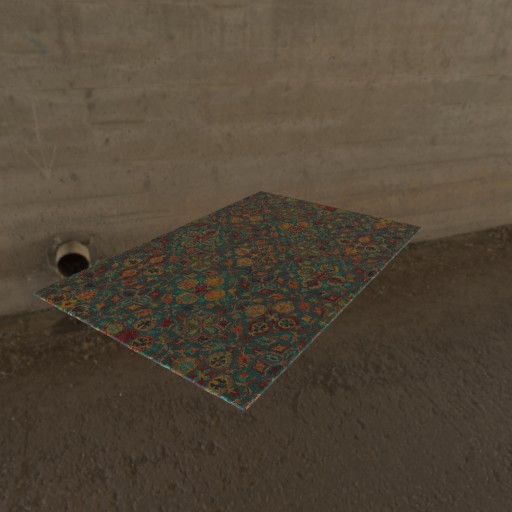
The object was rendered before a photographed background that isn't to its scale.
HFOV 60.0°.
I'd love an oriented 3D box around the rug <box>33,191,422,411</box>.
[{"bbox_3d":[0.000,0.000,2.985,1.527,0.016,2.290,18,32,31],"label":"rug"}]
